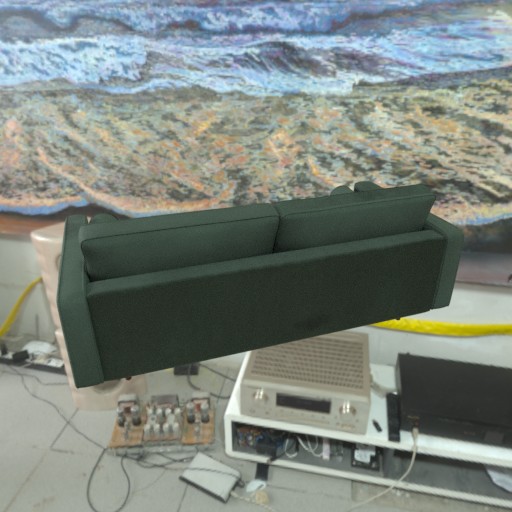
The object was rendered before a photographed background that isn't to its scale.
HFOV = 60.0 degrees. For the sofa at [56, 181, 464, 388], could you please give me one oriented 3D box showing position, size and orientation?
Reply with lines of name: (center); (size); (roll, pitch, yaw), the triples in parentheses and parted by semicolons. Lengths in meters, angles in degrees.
sofa: (0.000, 0.000, 2.342); (1.880, 0.772, 0.916); (-9, 29, -17)
